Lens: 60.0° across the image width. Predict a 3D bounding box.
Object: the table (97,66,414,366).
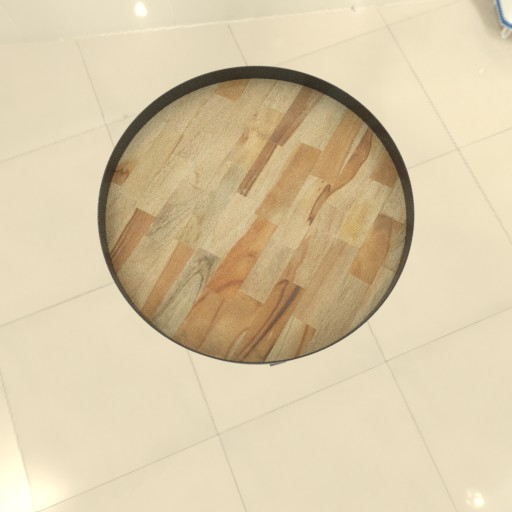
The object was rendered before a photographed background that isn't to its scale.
[{"bbox_3d":[0.000,0.000,0.841,0.406,0.559,0.406,0,76,0],"label":"table"}]
